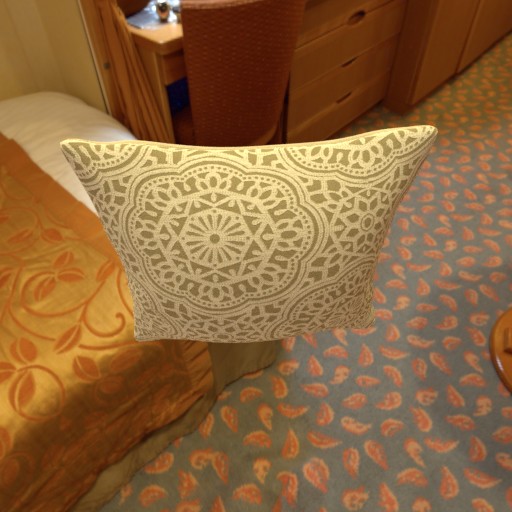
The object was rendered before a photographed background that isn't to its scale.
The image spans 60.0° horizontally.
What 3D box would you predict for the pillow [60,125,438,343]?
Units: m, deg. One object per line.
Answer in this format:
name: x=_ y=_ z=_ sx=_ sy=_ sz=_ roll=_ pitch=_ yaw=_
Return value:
pillow: x=0.000 y=0.000 z=0.657 sx=0.438 sy=0.421 sz=0.167 roll=-3 pitch=48 yaw=-3
